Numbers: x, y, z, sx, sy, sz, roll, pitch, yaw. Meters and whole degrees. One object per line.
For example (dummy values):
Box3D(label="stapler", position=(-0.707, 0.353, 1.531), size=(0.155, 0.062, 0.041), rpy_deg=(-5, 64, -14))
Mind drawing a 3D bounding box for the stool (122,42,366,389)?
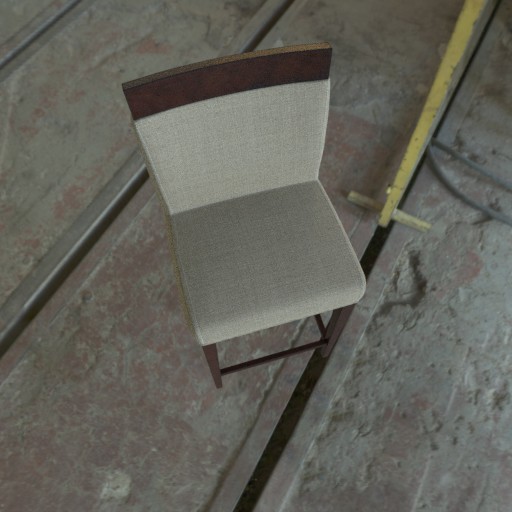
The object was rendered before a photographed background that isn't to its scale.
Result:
Box3D(label="stool", position=(0.000, 0.000, 1.287), size=(0.463, 1.011, 0.480), rpy_deg=(-15, 64, -7))
